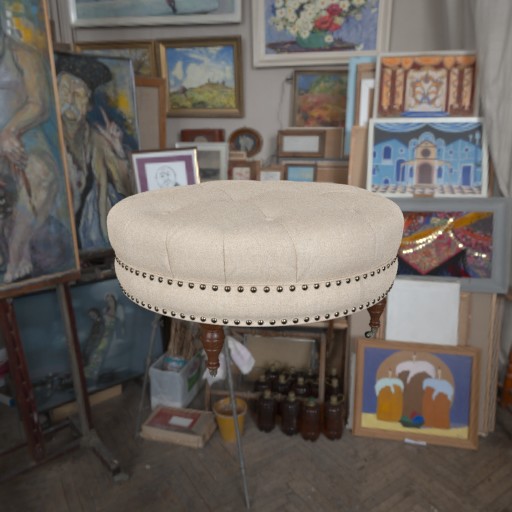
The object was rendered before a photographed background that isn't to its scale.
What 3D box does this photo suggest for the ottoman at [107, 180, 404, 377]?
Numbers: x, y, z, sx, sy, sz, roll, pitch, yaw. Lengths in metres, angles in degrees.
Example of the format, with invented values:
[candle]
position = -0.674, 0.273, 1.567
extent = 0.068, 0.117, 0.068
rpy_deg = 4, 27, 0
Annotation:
[ottoman]
position = 0.000, 0.000, 1.507
extent = 0.940, 0.483, 0.940
rpy_deg = 0, 16, 0
